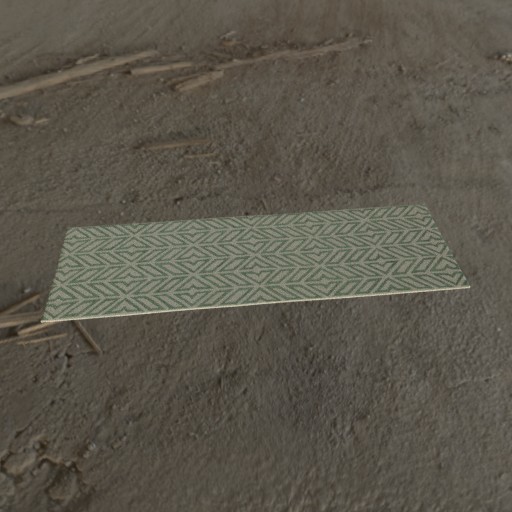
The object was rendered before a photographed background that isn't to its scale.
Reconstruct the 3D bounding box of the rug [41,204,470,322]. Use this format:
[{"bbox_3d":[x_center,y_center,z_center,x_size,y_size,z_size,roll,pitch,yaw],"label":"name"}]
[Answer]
[{"bbox_3d":[0.000,0.000,2.752,2.435,0.009,0.750,-4,47,-4],"label":"rug"}]
